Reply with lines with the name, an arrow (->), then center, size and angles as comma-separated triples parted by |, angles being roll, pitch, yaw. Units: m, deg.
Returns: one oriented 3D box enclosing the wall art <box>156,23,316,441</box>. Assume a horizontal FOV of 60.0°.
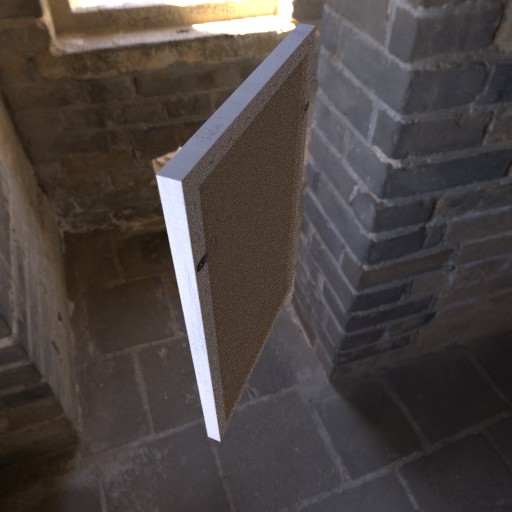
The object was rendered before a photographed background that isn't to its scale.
wall art -> 0.000, 0.000, 1.135 | 0.043, 0.914, 0.624 | 17, 49, 15
